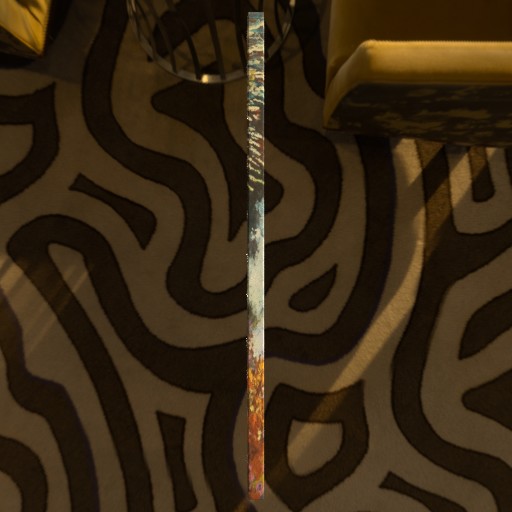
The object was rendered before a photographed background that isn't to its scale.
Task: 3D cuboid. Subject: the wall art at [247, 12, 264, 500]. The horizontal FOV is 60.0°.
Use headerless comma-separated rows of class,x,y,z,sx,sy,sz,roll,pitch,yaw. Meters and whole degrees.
wall art,0.000,0.000,1.412,0.042,0.760,1.136,0,90,0
